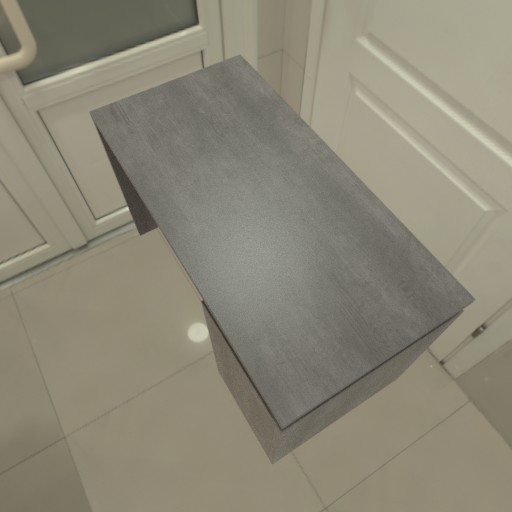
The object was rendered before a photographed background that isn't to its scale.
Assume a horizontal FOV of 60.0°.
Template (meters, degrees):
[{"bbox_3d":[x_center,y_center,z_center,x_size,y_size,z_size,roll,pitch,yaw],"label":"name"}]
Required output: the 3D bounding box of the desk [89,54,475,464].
[{"bbox_3d":[0.000,0.000,1.649,0.600,0.740,1.200,-28,63,-16],"label":"desk"}]
